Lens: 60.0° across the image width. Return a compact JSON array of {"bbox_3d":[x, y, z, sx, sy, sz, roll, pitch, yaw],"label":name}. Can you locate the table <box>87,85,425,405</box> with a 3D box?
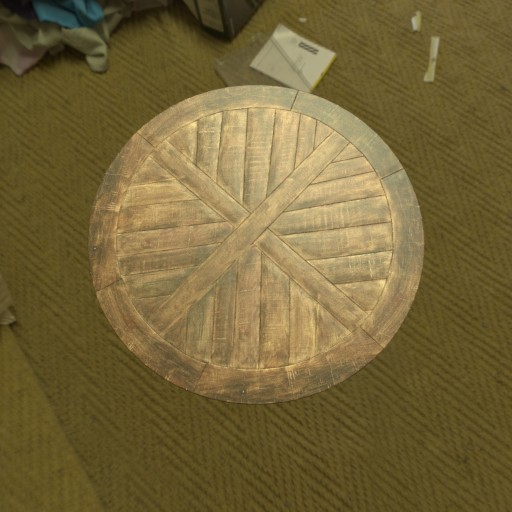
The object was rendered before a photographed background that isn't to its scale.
[{"bbox_3d":[0.000,0.000,2.032,1.264,0.762,1.264,0,74,0],"label":"table"}]
